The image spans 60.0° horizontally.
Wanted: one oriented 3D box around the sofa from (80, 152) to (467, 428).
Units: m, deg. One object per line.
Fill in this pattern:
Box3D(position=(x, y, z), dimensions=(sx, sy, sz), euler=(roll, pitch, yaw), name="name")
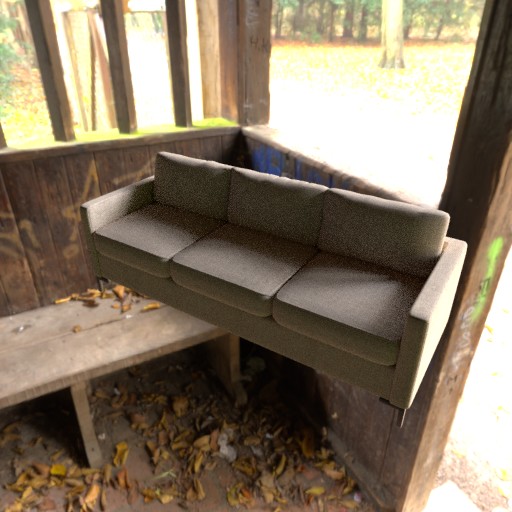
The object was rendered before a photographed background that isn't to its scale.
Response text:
Box3D(position=(0.000, 0.000, 2.737), dimensions=(2.218, 0.874, 0.859), euler=(18, 34, 28), name="sofa")
